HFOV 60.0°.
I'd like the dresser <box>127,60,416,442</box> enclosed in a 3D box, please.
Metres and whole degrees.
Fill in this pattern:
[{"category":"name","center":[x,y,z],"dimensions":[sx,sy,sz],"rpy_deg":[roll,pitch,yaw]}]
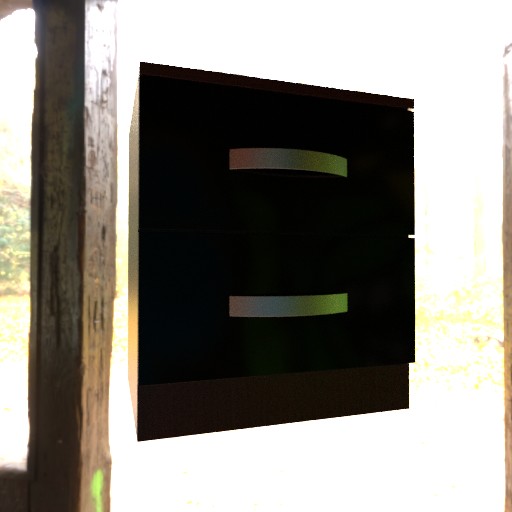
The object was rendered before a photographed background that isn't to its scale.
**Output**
[{"category":"dresser","center":[0.000,0.000,0.744],"dimensions":[0.400,0.470,0.360],"rpy_deg":[0,-1,-18]}]
